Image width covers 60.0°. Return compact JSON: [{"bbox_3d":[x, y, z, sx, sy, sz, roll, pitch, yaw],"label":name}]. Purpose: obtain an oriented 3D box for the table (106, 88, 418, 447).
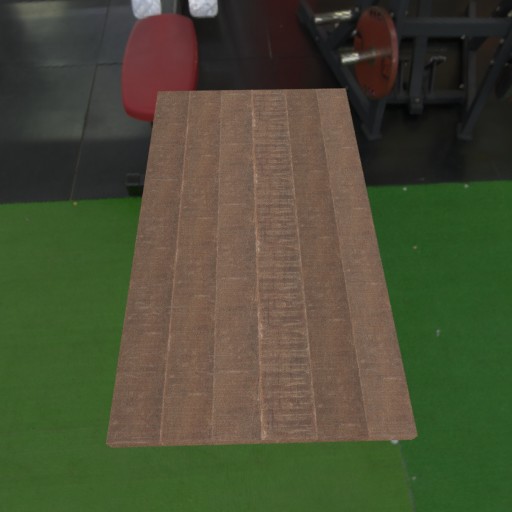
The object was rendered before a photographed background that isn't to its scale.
[{"bbox_3d":[0.000,0.000,1.697,0.800,0.440,1.400,-1,57,-1],"label":"table"}]
